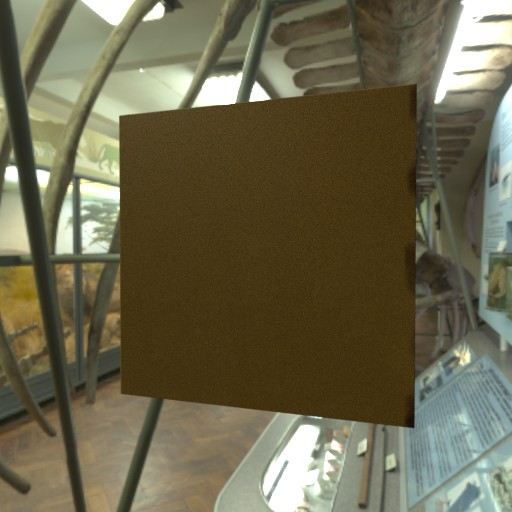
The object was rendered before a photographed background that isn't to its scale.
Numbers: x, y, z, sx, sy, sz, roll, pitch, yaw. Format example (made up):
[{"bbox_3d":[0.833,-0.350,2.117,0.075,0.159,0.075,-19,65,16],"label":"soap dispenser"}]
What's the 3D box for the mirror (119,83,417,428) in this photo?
[{"bbox_3d":[0.000,0.000,0.750,0.509,0.507,0.042,0,1,18],"label":"mirror"}]
